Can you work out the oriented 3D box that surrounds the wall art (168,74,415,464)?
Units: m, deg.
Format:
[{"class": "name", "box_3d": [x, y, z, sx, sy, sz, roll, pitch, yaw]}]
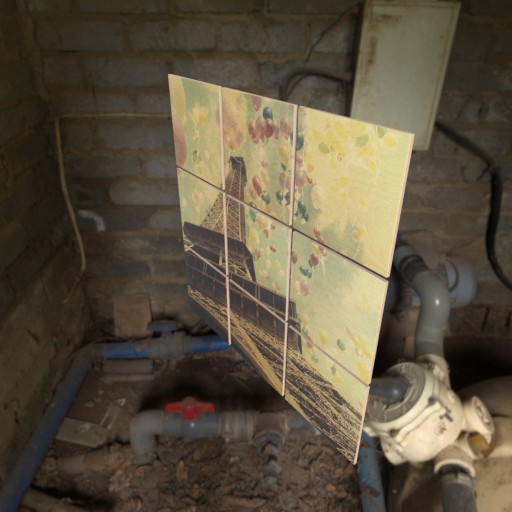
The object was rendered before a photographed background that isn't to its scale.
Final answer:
[{"class": "wall art", "box_3d": [0.000, 0.000, 1.760, 0.013, 1.218, 1.219, -21, 36, -31]}]
